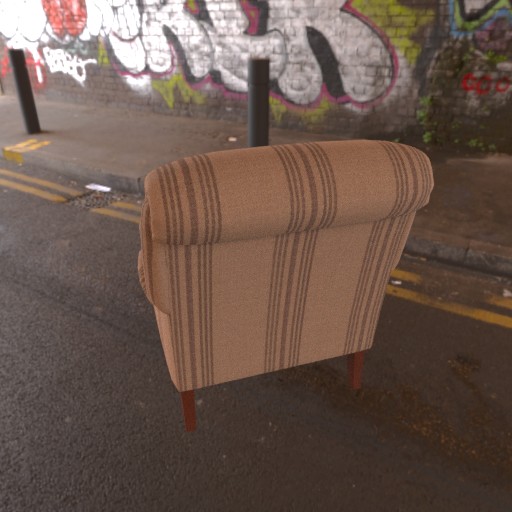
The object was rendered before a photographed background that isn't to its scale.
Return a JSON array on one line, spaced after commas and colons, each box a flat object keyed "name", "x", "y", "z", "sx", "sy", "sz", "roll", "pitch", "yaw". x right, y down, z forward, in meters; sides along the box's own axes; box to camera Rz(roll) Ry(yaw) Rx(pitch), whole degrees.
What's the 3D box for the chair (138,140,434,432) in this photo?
[{"name": "chair", "x": 0.000, "y": 0.000, "z": 1.598, "sx": 0.813, "sy": 0.940, "sz": 0.914, "roll": -9, "pitch": 28, "yaw": -16}]
